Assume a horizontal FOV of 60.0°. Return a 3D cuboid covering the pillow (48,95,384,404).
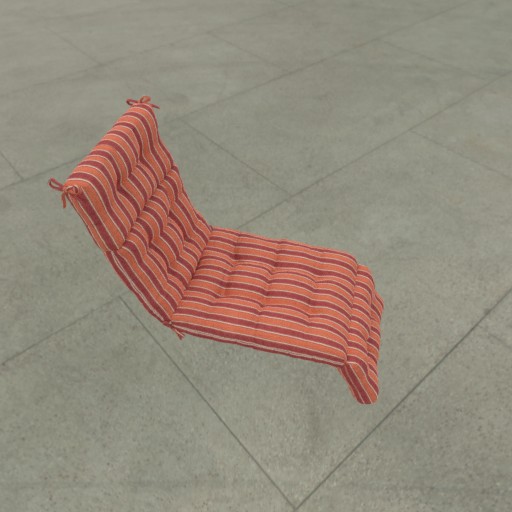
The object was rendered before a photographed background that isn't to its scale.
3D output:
[{"bbox_3d":[0.000,0.000,1.544,1.016,0.863,0.526,10,48,9],"label":"pillow"}]
